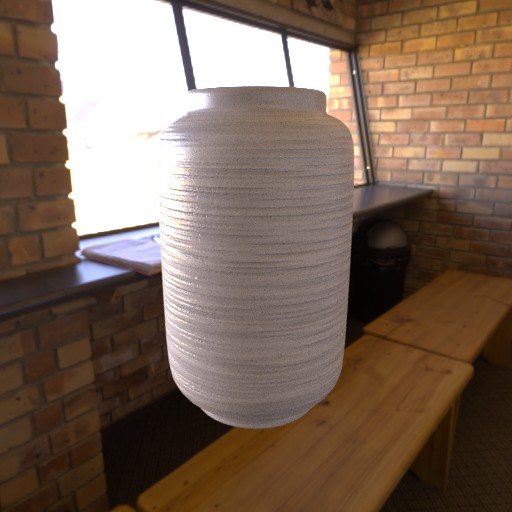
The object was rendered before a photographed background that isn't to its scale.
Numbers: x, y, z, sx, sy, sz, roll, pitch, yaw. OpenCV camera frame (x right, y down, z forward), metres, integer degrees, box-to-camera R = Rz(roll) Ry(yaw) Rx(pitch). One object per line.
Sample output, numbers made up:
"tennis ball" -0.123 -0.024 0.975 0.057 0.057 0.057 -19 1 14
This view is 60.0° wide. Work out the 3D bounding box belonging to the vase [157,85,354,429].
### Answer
"vase" 0.000 0.000 0.484 0.202 0.335 0.202 0 15 0
